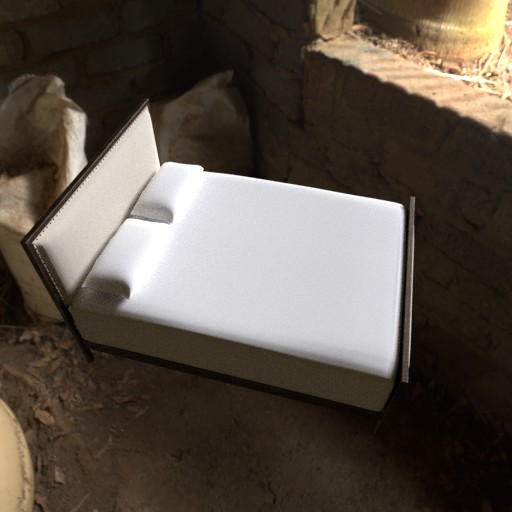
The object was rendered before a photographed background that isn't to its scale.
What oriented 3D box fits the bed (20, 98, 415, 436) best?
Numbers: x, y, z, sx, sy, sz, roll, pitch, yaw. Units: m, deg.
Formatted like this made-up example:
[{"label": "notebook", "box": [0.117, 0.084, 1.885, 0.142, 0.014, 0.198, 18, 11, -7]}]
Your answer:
[{"label": "bed", "box": [0.000, 0.000, 3.212, 2.221, 1.313, 1.607, 11, 49, 10]}]
